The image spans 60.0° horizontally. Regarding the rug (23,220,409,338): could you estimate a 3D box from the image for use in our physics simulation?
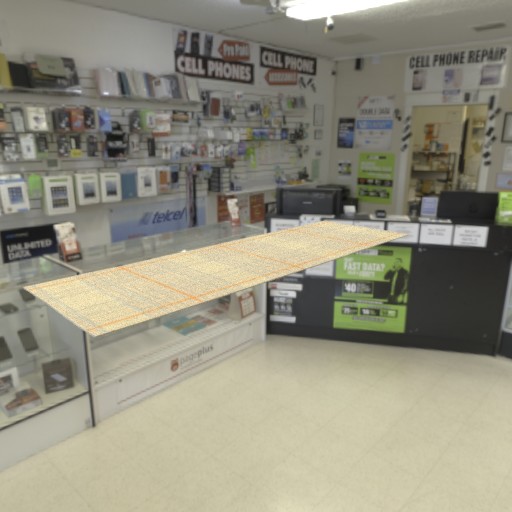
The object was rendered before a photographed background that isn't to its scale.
[{"bbox_3d":[0.000,0.000,2.728,2.442,0.016,0.770,-15,21,-43],"label":"rug"}]
